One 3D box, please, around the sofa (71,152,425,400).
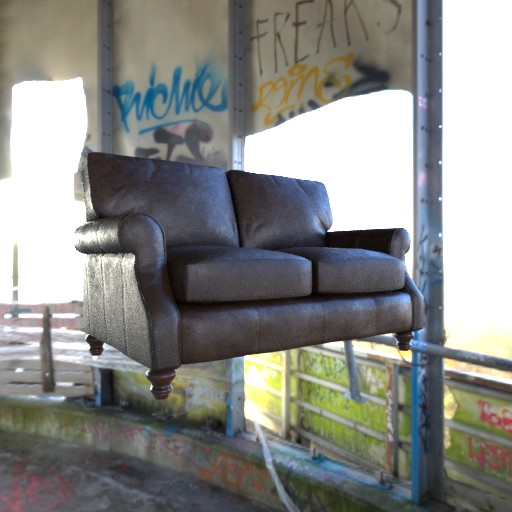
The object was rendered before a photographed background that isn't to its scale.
[{"bbox_3d":[0.000,0.000,2.221,1.616,0.976,0.990,0,0,-35],"label":"sofa"}]
